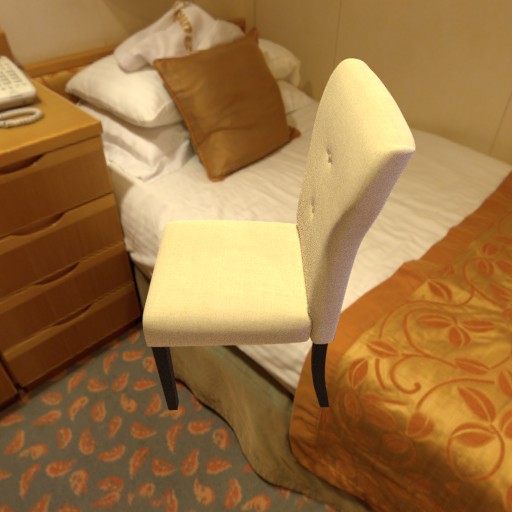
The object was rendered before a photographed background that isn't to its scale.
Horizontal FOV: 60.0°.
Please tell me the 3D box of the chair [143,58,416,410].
[{"bbox_3d":[0.000,0.000,1.254,0.597,0.921,0.509,0,40,-1],"label":"chair"}]
